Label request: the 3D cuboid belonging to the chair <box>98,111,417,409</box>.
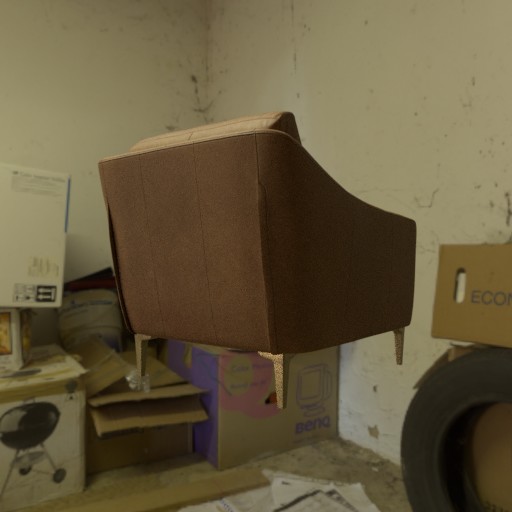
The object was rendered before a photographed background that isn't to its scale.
[{"bbox_3d":[0.000,0.000,1.732,0.988,0.895,0.963,0,0,35],"label":"chair"}]
